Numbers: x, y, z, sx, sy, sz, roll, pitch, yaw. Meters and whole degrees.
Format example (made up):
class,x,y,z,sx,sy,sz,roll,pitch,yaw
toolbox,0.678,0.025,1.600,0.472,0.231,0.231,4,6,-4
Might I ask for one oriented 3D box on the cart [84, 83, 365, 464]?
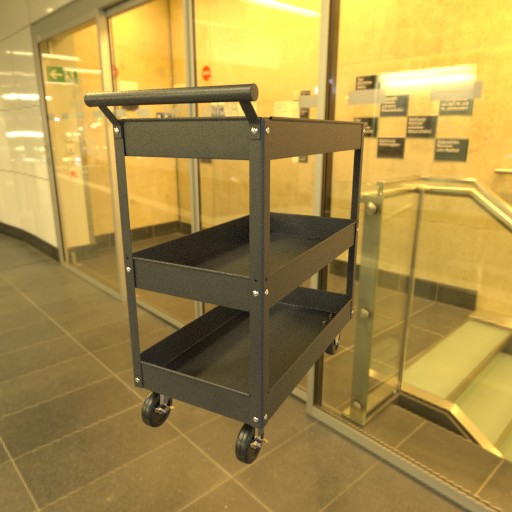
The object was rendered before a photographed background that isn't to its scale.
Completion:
class,x,y,z,sx,sy,sz,roll,pitch,yaw
cart,0.000,0.000,1.174,0.366,0.780,0.719,8,18,27
